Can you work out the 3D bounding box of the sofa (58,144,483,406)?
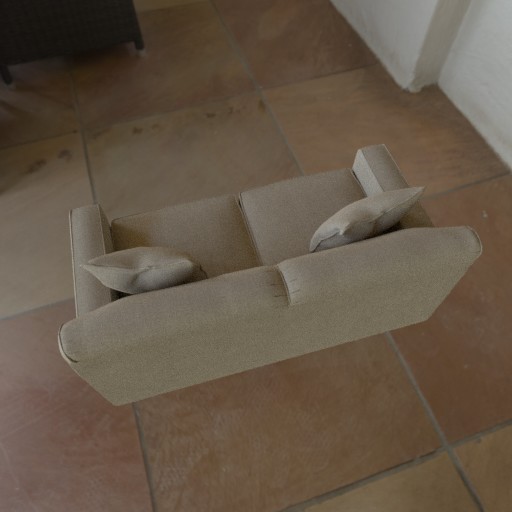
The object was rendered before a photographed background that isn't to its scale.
[{"bbox_3d":[0.000,0.000,2.408,1.846,0.958,0.998,-14,59,-8],"label":"sofa"}]
